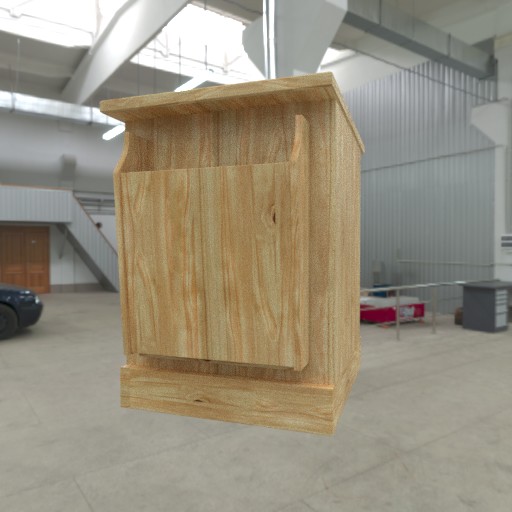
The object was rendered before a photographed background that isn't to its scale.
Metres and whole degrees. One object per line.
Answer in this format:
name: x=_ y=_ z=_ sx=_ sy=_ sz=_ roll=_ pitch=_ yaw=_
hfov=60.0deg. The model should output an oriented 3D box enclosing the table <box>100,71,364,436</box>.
table: x=0.000 y=0.000 z=0.890 sx=0.380 sy=0.515 sz=0.530 roll=0 pitch=1 yaw=19
